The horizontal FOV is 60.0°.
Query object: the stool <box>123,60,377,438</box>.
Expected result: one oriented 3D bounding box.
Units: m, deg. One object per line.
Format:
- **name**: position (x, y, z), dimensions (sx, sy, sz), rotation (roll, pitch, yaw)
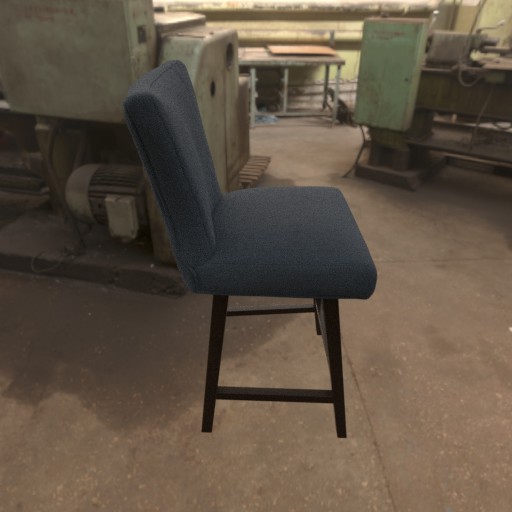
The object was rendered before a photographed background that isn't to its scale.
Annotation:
- **stool**: position (0.000, 0.000, 1.293), dimensions (0.574, 1.000, 0.514), rotation (0, 31, -1)
